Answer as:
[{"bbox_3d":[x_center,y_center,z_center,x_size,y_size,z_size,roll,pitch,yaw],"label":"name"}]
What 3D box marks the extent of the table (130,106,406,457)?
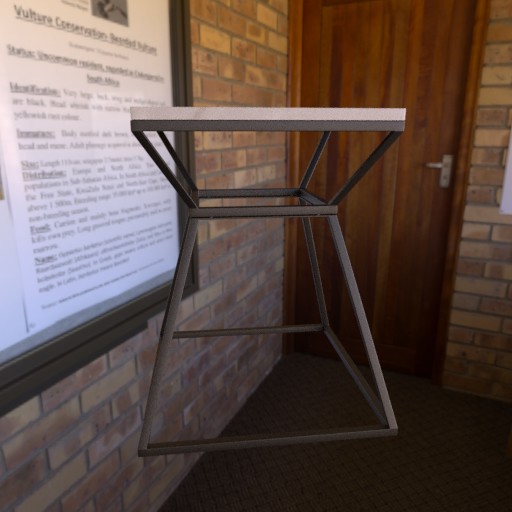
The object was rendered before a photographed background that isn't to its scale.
[{"bbox_3d":[0.000,0.000,0.910,0.455,0.559,0.455,-2,16,-7],"label":"table"}]
